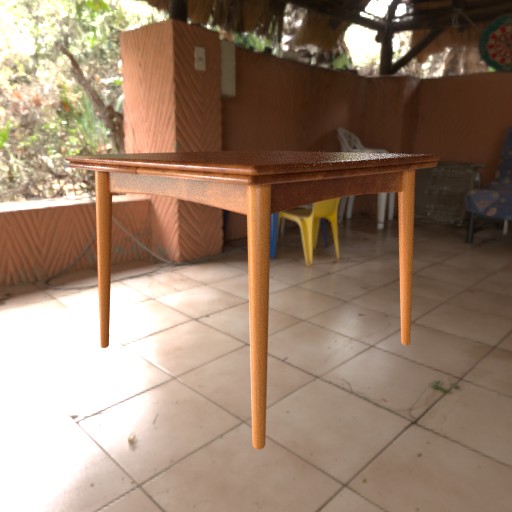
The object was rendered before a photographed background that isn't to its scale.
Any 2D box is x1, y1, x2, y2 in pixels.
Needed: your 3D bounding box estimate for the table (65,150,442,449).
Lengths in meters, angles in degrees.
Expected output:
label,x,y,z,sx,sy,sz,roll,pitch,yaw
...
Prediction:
label,x,y,z,sx,sy,sz,roll,pitch,yaw
table,0.000,0.000,1.695,0.991,0.754,0.991,14,20,42
